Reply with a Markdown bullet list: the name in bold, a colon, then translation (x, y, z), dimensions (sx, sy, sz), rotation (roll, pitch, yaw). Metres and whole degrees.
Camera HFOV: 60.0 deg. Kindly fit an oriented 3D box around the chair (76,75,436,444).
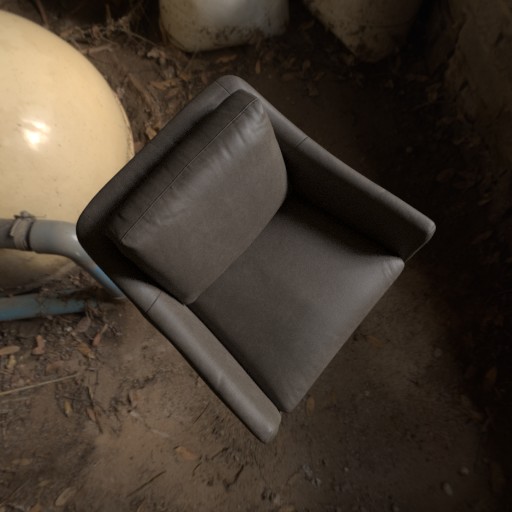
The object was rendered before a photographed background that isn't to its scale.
- **chair**: translation (0.000, 0.000, 1.739), dimensions (0.961, 0.901, 0.988), rotation (39, 79, 10)
